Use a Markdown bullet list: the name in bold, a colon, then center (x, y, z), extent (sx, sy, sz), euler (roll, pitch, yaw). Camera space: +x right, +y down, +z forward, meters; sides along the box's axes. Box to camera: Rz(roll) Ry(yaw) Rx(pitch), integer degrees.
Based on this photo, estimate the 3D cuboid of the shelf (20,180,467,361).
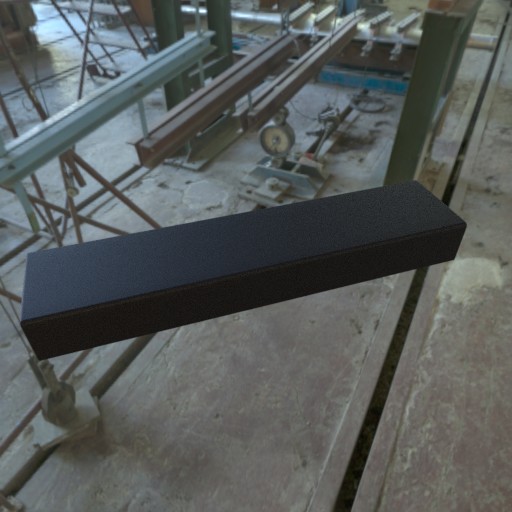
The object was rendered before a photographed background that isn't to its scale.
- **shelf**: center (0.000, 0.000, 0.483), extent (0.456, 0.053, 0.102), euler (-12, 42, -14)
